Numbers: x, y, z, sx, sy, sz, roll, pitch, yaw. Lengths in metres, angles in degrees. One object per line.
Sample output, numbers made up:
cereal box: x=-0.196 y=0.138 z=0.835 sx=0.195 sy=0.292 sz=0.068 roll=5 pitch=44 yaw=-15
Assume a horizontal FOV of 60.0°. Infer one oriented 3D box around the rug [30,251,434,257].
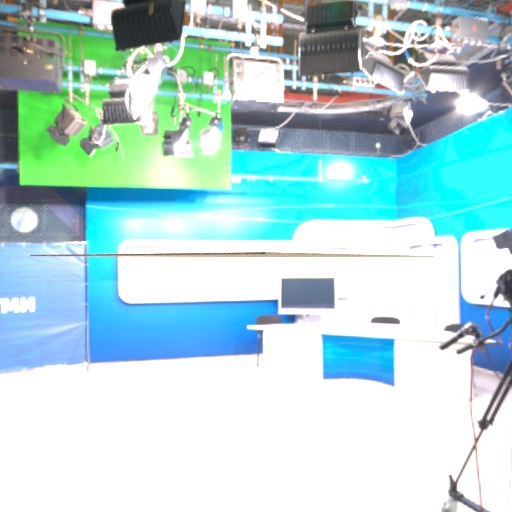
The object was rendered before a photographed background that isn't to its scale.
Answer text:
rug: x=0.000 y=0.000 z=3.968 sx=2.286 sy=0.013 sz=2.894 roll=0 pitch=-1 yaw=37
